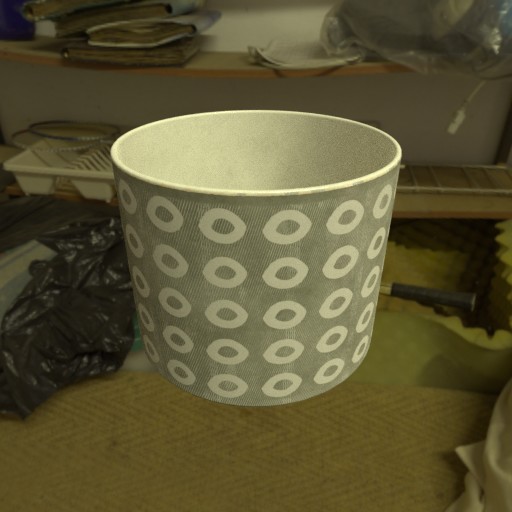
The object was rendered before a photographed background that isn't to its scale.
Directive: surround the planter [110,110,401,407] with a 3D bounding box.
[{"bbox_3d":[0.000,0.000,0.345,0.190,0.181,0.190,0,30,0],"label":"planter"}]
